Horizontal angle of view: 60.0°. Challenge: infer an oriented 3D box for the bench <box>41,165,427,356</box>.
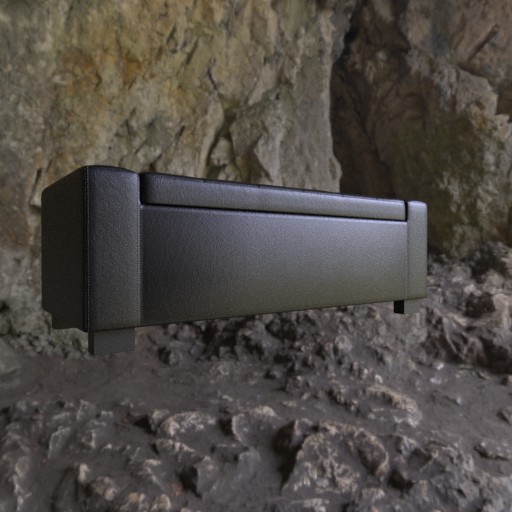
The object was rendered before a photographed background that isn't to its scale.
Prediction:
[{"bbox_3d":[0.000,0.000,1.555,1.296,0.445,0.508,0,1,-36],"label":"bench"}]
